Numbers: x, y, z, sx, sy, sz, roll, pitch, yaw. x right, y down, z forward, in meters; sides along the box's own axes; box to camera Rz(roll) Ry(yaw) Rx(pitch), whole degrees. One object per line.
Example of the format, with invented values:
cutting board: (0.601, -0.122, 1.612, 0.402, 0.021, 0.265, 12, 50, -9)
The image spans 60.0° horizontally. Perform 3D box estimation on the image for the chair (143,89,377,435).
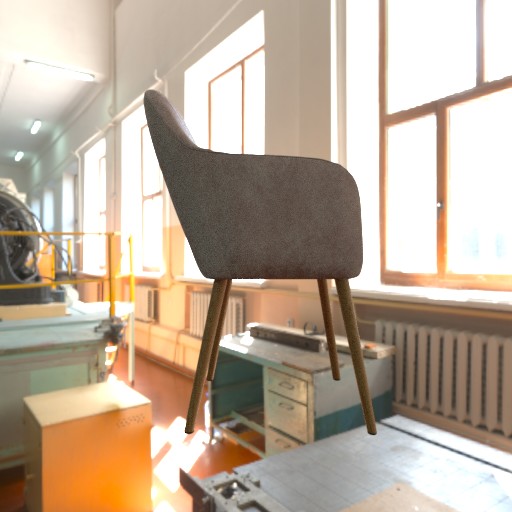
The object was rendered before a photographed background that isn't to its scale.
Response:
chair: (0.000, 0.000, 1.271, 0.570, 0.832, 0.610, 0, 0, 0)
